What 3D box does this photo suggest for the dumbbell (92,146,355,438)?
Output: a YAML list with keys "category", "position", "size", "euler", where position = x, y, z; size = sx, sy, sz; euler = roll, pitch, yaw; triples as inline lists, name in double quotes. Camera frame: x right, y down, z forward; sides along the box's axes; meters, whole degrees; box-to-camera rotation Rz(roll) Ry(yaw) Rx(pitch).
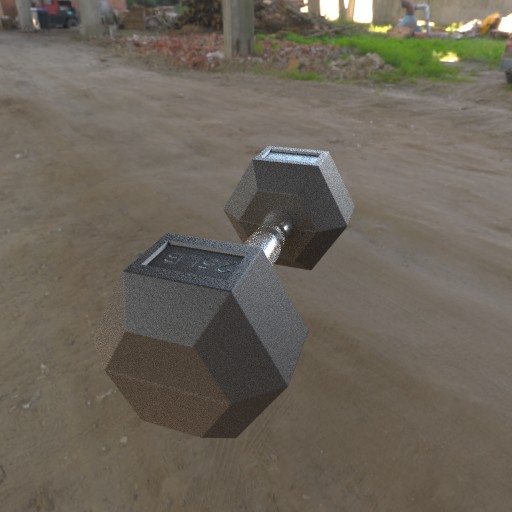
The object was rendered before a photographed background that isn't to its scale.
- category: "dumbbell"
  position: [0.000, 0.000, 0.376]
  size: [0.129, 0.113, 0.315]
  euler: [9, 31, 16]
